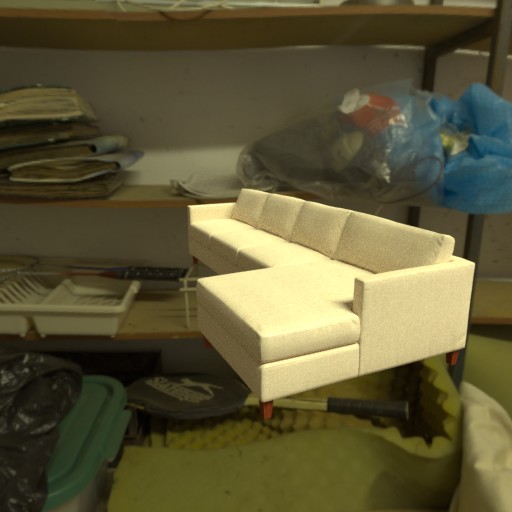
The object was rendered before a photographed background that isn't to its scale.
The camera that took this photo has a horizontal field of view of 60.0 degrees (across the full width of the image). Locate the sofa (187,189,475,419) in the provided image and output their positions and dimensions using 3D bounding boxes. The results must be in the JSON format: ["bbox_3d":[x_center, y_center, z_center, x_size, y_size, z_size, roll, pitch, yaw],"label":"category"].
[{"bbox_3d":[0.000,0.000,4.159,1.603,0.954,3.471,-7,16,-25],"label":"sofa"}]
